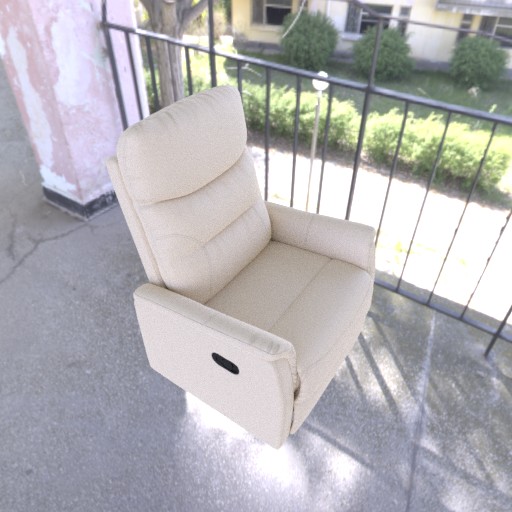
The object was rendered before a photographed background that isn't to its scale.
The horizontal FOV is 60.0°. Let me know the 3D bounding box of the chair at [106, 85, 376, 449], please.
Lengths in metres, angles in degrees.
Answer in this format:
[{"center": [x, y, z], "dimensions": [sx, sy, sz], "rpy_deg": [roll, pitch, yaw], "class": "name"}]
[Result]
[{"center": [0.000, 0.000, 1.691], "dimensions": [0.831, 1.082, 0.775], "rpy_deg": [24, 46, 25], "class": "chair"}]
